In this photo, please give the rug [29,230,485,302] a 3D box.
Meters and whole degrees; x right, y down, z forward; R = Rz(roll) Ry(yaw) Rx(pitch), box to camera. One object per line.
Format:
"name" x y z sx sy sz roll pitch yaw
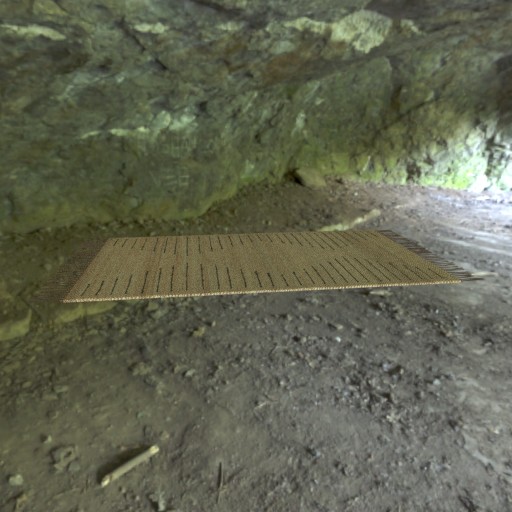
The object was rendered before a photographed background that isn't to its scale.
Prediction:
"rug" 0.000 0.000 2.057 1.718 0.017 0.905 -2 17 -8
